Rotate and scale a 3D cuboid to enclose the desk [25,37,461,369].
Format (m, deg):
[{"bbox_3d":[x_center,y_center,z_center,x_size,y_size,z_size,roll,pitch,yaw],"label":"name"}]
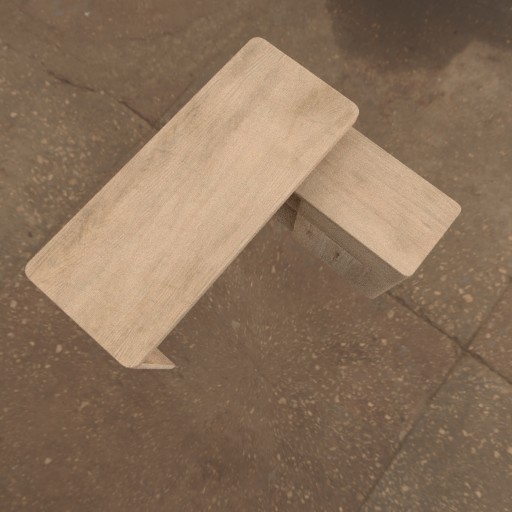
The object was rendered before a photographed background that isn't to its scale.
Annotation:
[{"bbox_3d":[0.000,0.000,2.099,1.175,0.770,1.400,39,79,9],"label":"desk"}]
